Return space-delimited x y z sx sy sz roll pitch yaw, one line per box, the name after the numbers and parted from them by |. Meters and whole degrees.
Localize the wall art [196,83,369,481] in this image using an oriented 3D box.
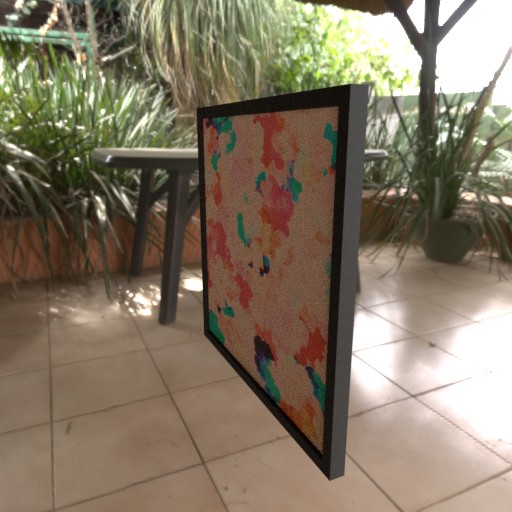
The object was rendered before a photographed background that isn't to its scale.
0.000 0.000 0.458 0.015 0.304 0.306 -7 17 -25 | wall art
